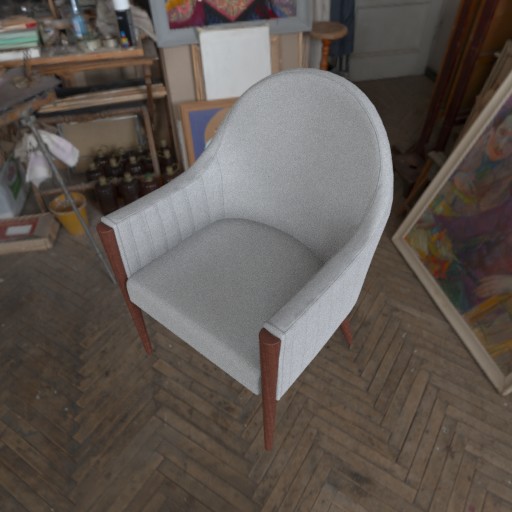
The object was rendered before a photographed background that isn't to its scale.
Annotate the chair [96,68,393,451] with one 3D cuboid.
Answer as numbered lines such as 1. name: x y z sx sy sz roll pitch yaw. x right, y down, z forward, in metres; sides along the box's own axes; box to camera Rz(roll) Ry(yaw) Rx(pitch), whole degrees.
1. chair: 0.000 0.000 1.300 0.610 0.889 0.620 30 52 26
